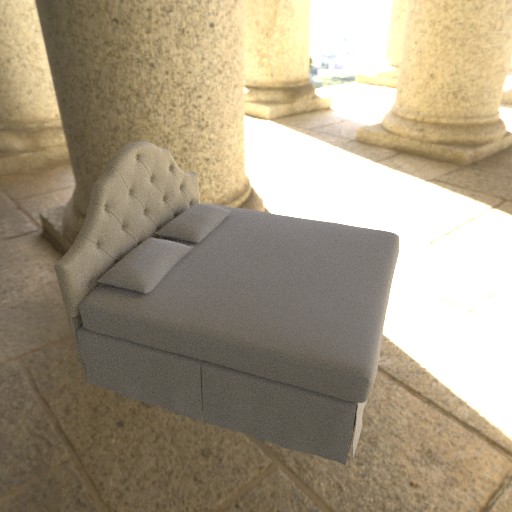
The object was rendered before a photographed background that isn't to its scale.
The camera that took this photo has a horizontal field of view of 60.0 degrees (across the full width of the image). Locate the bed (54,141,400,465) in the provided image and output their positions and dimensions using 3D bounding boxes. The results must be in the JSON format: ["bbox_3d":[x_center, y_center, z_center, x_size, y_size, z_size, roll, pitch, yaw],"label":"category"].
[{"bbox_3d":[0.000,0.000,3.458,2.086,1.555,2.012,11,32,18],"label":"bed"}]
